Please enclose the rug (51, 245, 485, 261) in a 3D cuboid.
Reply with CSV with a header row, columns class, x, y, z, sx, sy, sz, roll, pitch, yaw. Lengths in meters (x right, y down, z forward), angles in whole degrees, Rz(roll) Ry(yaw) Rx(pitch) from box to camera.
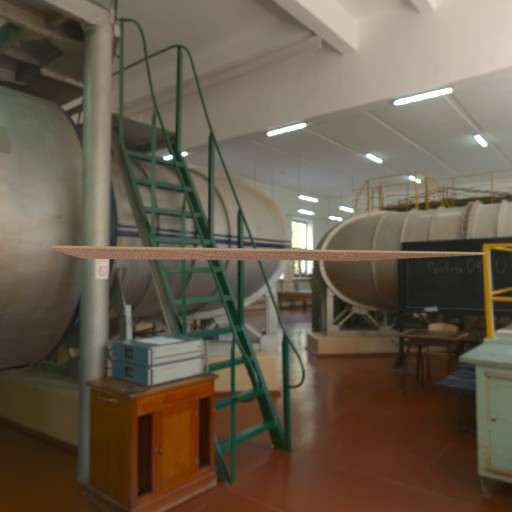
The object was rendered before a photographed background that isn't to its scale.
class,x,y,z,sx,sy,sz,roll,pitch,yaw
rug,0.000,0.000,2.927,2.290,0.014,1.526,1,-2,-17
